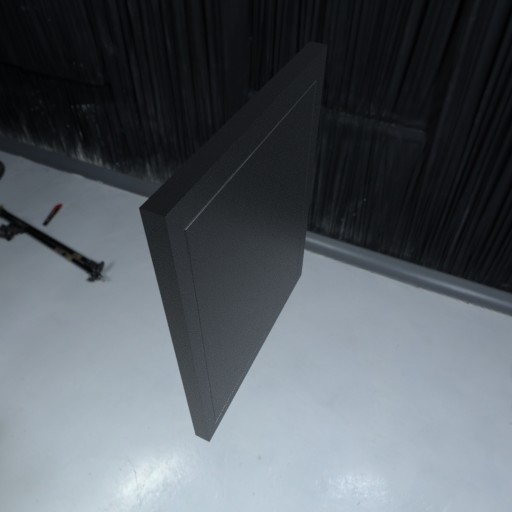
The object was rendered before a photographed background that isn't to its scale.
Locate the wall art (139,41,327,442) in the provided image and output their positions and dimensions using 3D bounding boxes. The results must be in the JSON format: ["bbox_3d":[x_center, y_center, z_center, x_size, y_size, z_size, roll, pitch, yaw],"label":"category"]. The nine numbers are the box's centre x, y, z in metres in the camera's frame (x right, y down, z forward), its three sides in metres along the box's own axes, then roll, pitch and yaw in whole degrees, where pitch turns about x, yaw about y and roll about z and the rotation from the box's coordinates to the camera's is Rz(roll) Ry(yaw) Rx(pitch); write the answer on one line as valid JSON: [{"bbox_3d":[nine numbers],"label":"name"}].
[{"bbox_3d":[0.000,0.000,0.773,0.031,0.558,0.461,19,49,17],"label":"wall art"}]
